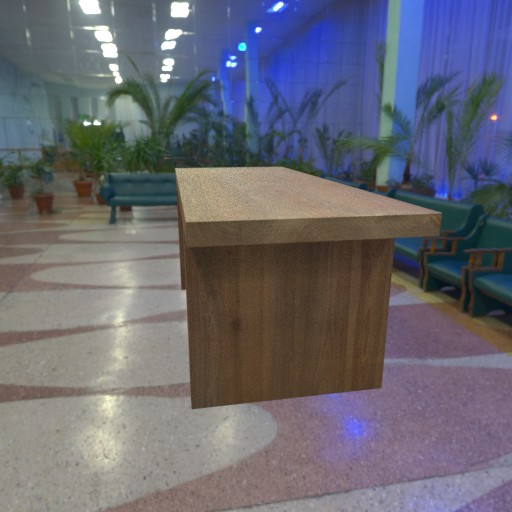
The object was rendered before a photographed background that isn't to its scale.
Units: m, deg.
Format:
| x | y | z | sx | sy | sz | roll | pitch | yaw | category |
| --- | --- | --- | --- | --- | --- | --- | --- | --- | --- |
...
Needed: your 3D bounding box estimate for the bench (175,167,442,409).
| x | y | z | sx | sy | sz | roll | pitch | yaw | category |
| --- | --- | --- | --- | --- | --- | --- | --- | --- | --- |
| 0.000 | 0.000 | 1.380 | 0.458 | 0.458 | 1.183 | -3 | 16 | -10 | bench |
